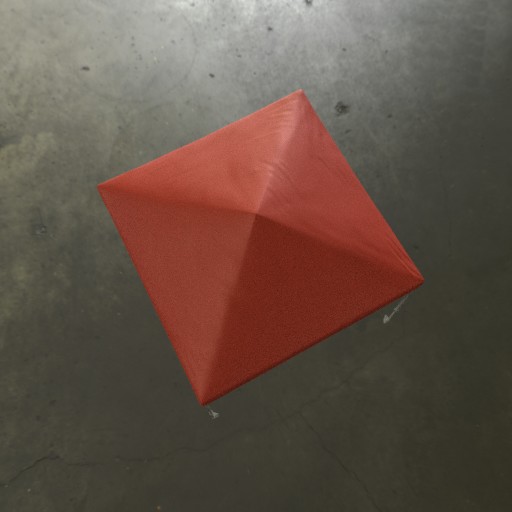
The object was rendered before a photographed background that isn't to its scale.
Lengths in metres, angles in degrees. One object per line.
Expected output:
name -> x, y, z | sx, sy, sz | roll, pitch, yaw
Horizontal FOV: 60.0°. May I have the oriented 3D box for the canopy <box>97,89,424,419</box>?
canopy -> 0.000, 0.000, 5.158 | 2.849, 2.850, 2.850 | -27, 77, -7
